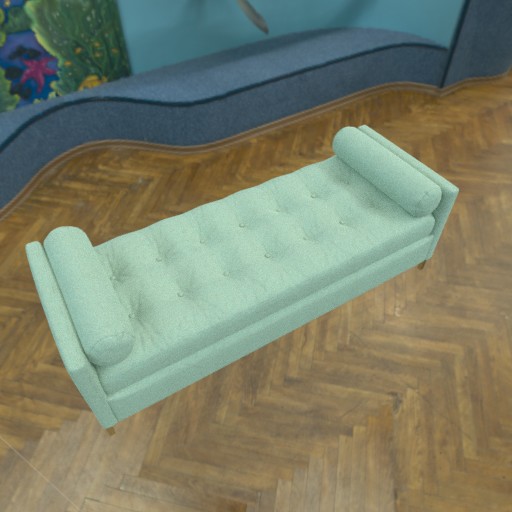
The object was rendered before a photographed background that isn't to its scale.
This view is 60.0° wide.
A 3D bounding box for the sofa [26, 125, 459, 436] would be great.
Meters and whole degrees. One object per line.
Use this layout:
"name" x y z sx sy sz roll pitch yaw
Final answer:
"sofa" 0.000 0.000 2.429 2.102 0.705 0.796 -24 51 -21
